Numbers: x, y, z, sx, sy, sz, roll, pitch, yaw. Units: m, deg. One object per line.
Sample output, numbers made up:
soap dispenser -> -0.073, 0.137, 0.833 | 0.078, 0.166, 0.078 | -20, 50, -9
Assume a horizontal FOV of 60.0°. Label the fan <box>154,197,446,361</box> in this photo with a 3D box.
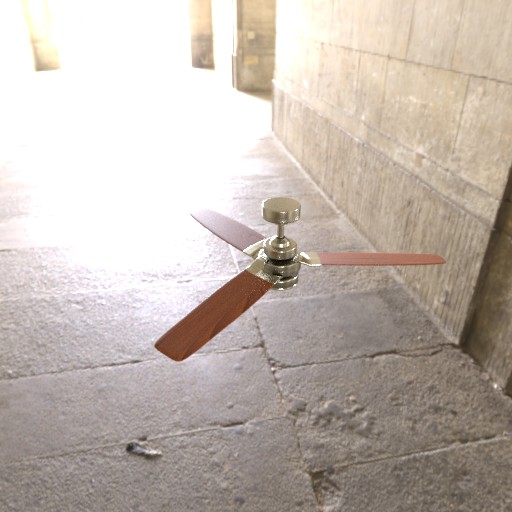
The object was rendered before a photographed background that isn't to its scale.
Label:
fan -> 0.000, 0.000, 1.985 | 1.416, 0.410, 1.271 | 18, 34, 29
